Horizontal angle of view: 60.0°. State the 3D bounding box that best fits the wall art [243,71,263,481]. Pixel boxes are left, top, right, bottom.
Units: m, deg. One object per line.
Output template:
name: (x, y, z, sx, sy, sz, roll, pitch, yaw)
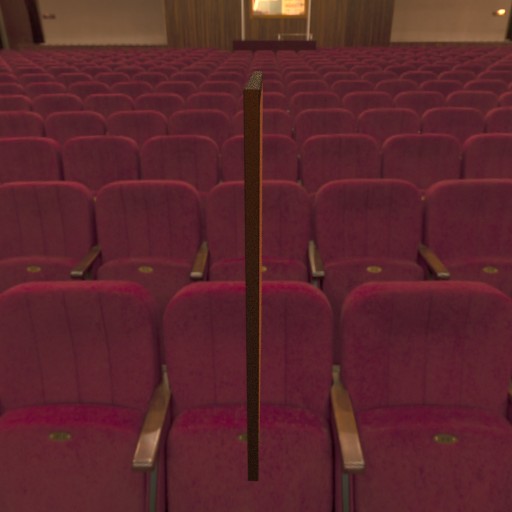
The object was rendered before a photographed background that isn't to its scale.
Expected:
wall art: (0.000, 0.000, 1.373, 0.030, 1.027, 0.774, 1, 25, 1)
